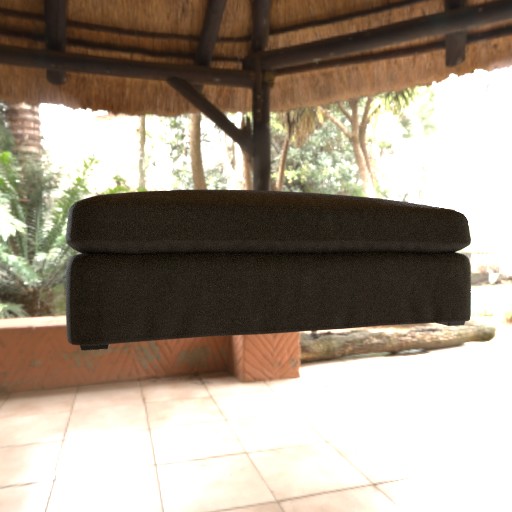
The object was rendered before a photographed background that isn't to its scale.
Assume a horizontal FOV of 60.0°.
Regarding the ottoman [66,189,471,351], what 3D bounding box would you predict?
[{"bbox_3d":[0.000,0.000,1.583,1.199,0.429,0.840,0,1,-18],"label":"ottoman"}]
